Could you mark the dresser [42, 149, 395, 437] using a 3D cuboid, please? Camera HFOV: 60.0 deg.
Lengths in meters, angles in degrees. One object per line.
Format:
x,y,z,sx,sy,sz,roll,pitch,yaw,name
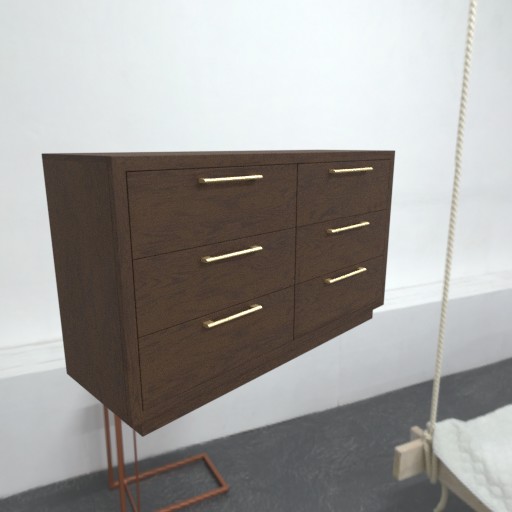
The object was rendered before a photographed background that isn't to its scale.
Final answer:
0.000,0.000,1.940,0.512,0.889,1.523,14,20,43,dresser
